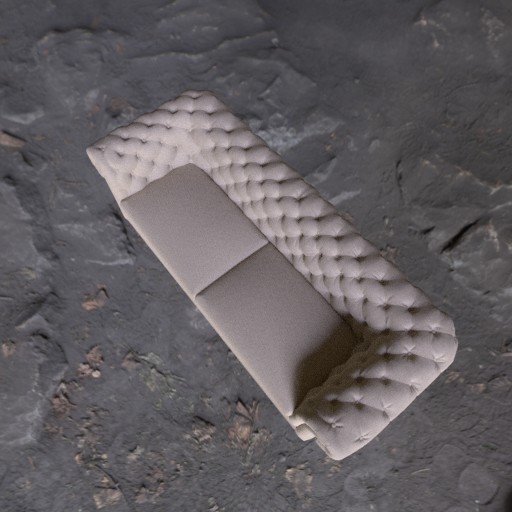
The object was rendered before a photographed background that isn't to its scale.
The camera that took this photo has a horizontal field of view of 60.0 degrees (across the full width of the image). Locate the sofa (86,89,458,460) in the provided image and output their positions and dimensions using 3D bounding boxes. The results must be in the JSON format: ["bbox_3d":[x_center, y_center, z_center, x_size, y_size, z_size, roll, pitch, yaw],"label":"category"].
[{"bbox_3d":[0.000,0.000,3.149,1.076,0.847,2.694,-36,69,-16],"label":"sofa"}]
